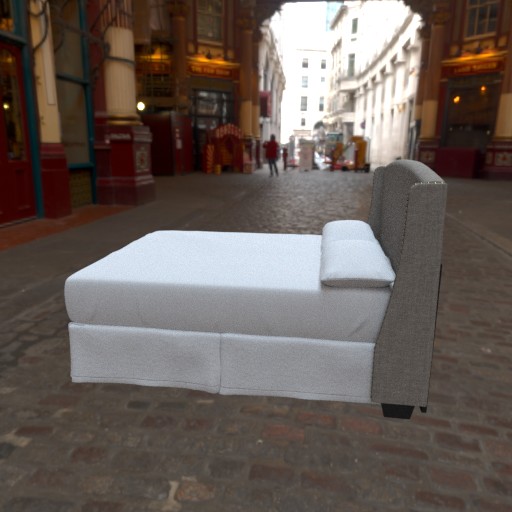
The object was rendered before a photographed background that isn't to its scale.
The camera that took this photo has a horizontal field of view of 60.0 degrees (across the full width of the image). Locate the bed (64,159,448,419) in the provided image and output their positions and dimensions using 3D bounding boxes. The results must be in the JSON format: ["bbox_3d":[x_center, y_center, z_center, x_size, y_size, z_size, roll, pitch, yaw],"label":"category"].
[{"bbox_3d":[0.000,0.000,3.294,2.237,1.407,1.710,2,14,8],"label":"bed"}]
